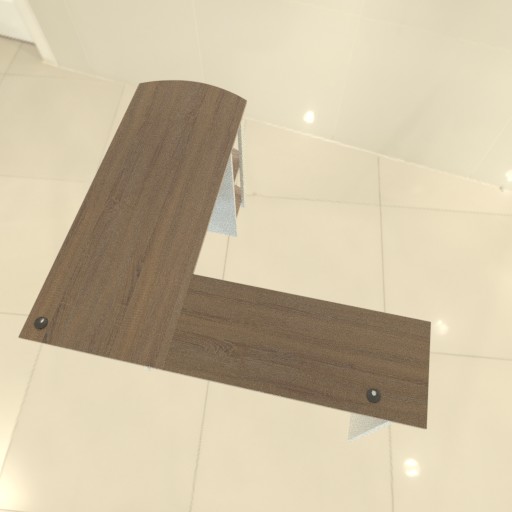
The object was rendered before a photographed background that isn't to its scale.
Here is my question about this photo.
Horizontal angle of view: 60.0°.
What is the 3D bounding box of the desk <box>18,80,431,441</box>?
[{"bbox_3d":[0.000,0.000,2.037,1.361,0.716,1.303,11,63,6],"label":"desk"}]
